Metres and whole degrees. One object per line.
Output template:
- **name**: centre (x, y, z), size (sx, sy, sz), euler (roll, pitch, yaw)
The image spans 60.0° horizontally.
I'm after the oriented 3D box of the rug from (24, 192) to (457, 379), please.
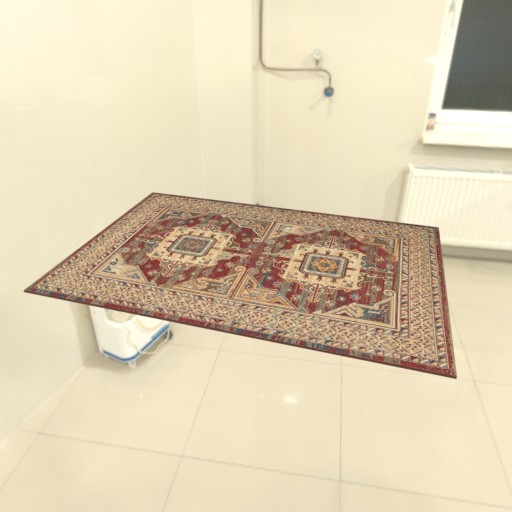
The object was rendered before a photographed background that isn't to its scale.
- **rug**: centre (0.000, 0.000, 5.694), size (4.578, 0.033, 3.033), euler (9, 32, 14)
